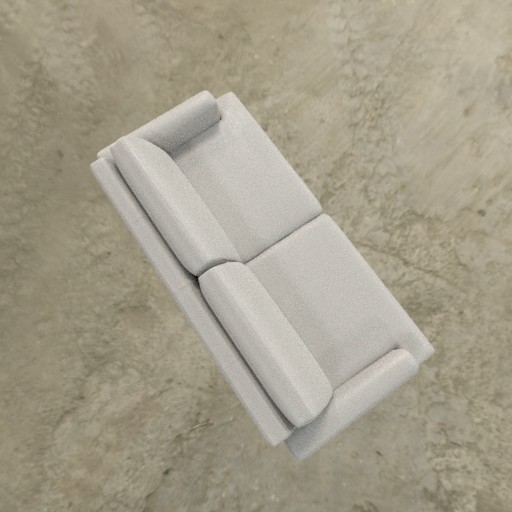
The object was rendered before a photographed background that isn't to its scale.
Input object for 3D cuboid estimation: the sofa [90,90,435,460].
[{"bbox_3d":[0.000,0.000,2.438,0.974,0.765,1.940,-34,77,-9],"label":"sofa"}]
